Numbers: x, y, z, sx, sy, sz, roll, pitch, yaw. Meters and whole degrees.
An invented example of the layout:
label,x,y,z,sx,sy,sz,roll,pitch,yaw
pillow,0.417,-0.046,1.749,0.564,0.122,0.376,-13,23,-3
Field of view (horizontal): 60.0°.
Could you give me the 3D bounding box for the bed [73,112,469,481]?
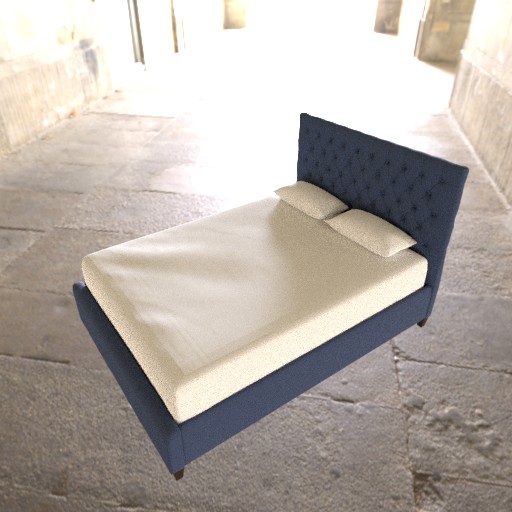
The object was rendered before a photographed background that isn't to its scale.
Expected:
label,x,y,z,sx,sy,sz,roll,pitch,yaw
bed,0.000,0.000,3.347,2.387,1.427,1.706,-21,39,-29
